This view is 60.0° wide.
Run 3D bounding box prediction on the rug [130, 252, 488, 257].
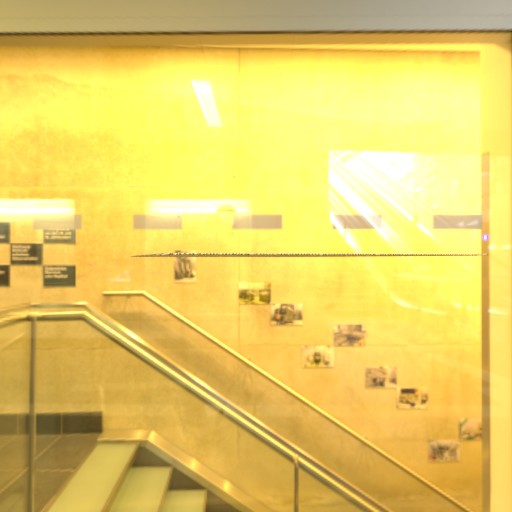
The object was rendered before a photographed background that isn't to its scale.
[{"bbox_3d":[0.000,0.000,4.225,2.143,0.015,3.422,0,0,-19],"label":"rug"}]
